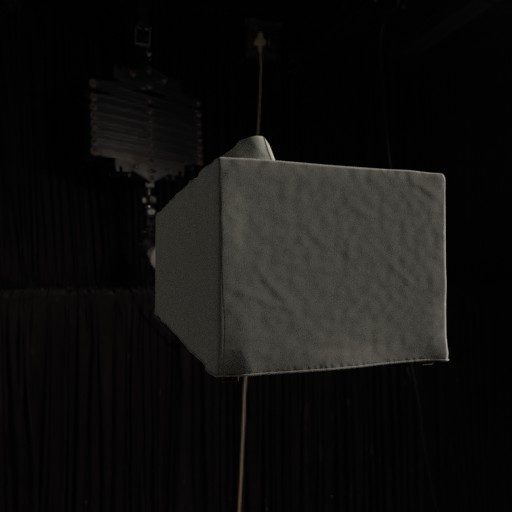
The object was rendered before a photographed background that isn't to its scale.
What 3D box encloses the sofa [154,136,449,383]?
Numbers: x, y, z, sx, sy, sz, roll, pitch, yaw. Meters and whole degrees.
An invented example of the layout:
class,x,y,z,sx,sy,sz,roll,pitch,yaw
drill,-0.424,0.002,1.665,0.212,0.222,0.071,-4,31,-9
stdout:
class,x,y,z,sx,sy,sz,roll,pitch,yaw
sofa,0.000,0.000,2.492,0.940,0.870,1.987,0,-1,-19
